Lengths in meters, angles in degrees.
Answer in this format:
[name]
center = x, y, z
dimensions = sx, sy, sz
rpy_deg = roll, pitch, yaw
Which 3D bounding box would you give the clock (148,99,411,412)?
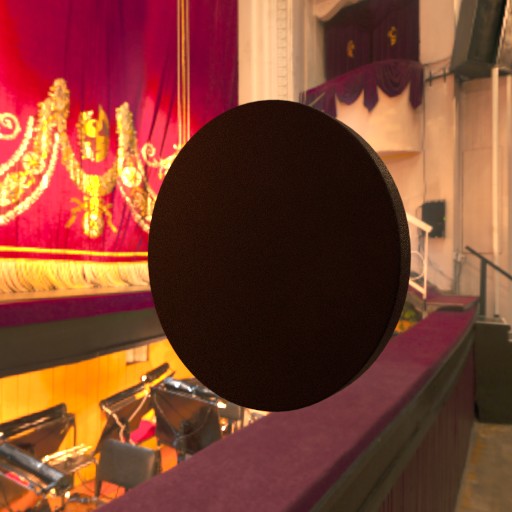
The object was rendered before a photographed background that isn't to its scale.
[clock]
center = 0.000, 0.000, 0.464
dimensions = 0.314, 0.314, 0.029
rpy_deg = 0, 1, 37
